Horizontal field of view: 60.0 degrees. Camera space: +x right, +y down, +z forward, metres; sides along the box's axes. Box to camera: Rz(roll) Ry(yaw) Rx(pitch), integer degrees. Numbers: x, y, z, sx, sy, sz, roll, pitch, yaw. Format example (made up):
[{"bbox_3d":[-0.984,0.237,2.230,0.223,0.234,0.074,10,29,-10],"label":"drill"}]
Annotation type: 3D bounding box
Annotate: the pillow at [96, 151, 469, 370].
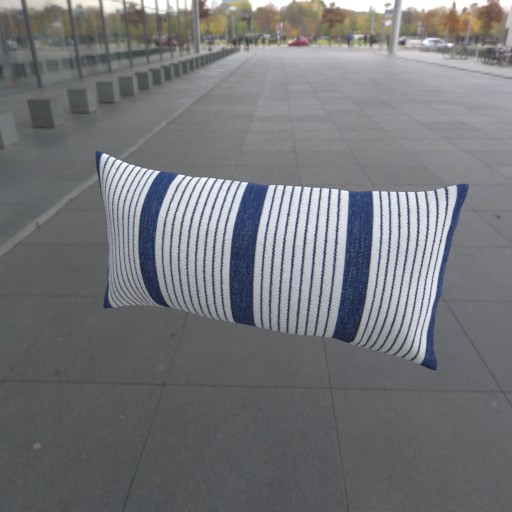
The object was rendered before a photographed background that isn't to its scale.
[{"bbox_3d":[0.000,0.000,0.733,0.608,0.292,0.156,8,27,16],"label":"pillow"}]
